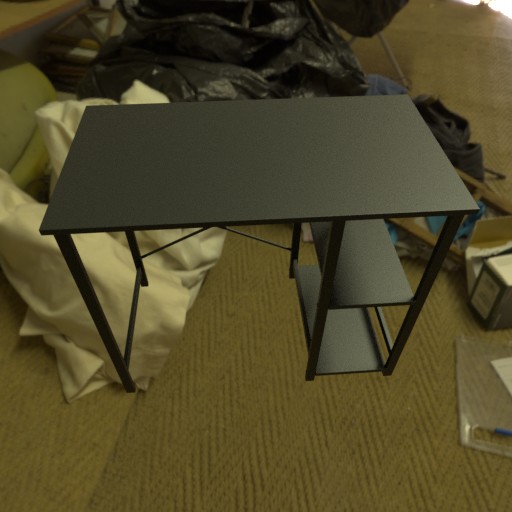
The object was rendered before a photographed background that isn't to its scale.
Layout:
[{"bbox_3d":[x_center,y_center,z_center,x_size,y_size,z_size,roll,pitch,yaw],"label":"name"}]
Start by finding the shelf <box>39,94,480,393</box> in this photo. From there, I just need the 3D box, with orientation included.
[{"bbox_3d":[0.000,0.000,1.345,0.902,0.749,0.498,-3,47,-3],"label":"shelf"}]
